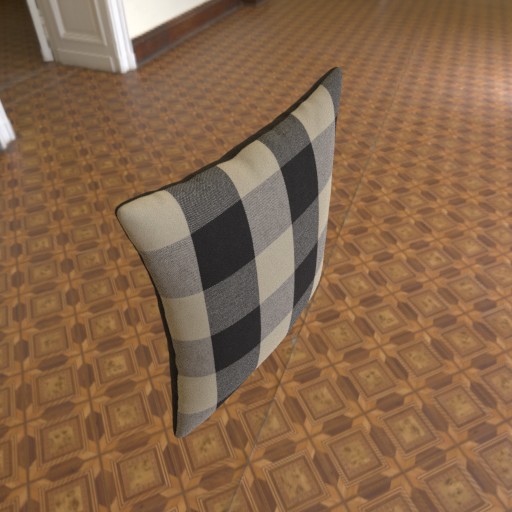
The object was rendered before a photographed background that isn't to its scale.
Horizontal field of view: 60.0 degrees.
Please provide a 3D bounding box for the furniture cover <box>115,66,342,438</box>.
[{"bbox_3d":[0.000,0.000,0.783,0.161,0.509,0.511,25,48,25],"label":"furniture cover"}]
